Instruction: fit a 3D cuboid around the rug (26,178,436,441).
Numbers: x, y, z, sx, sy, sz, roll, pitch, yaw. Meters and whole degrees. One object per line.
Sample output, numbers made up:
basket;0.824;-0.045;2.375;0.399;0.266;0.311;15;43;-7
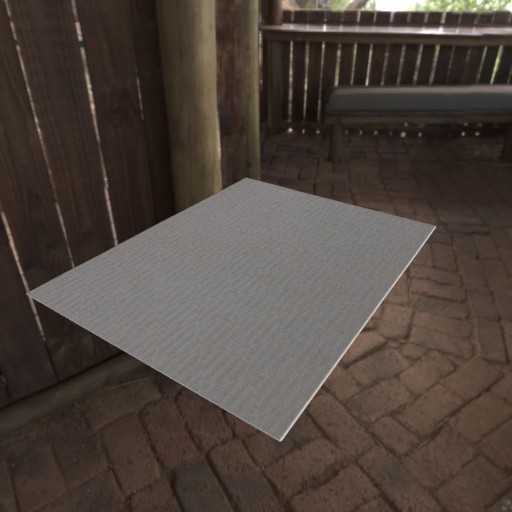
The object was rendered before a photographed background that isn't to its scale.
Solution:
rug;0.000;0.000;4.066;2.410;0.021;3.055;20;36;29
